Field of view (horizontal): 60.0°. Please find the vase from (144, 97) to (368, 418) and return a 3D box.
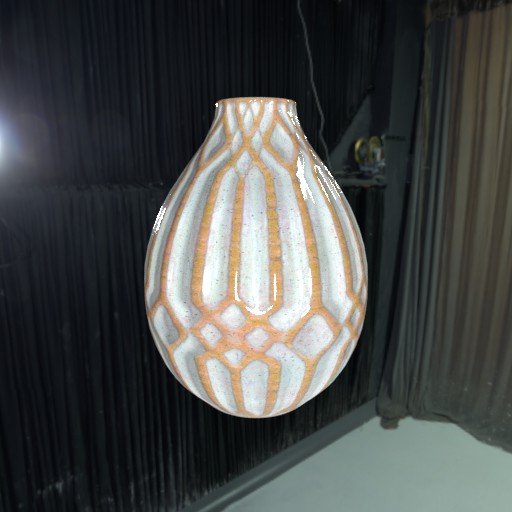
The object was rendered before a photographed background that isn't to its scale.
[{"bbox_3d":[0.000,0.000,0.264,0.131,0.175,0.131,0,13,0],"label":"vase"}]
